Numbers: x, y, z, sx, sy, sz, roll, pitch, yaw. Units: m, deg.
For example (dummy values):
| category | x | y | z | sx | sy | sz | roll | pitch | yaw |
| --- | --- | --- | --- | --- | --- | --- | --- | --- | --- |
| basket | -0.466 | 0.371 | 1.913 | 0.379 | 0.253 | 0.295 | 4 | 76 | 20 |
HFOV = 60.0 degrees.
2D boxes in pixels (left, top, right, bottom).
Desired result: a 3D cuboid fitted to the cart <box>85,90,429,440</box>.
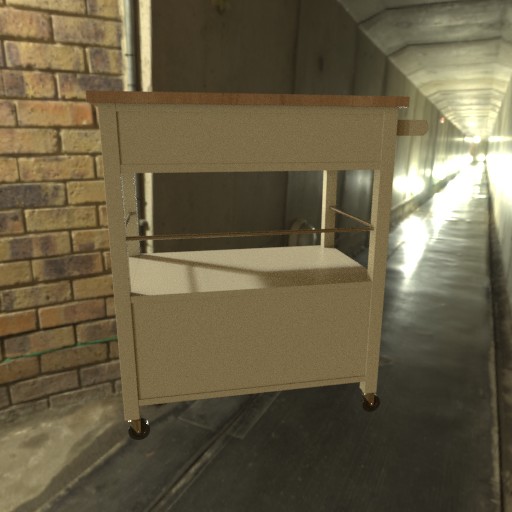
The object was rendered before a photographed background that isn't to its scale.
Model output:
| category | x | y | z | sx | sy | sz | roll | pitch | yaw |
| --- | --- | --- | --- | --- | --- | --- | --- | --- | --- |
| cart | 0.000 | 0.000 | 1.366 | 0.840 | 0.901 | 0.459 | -3 | 15 | -11 |
